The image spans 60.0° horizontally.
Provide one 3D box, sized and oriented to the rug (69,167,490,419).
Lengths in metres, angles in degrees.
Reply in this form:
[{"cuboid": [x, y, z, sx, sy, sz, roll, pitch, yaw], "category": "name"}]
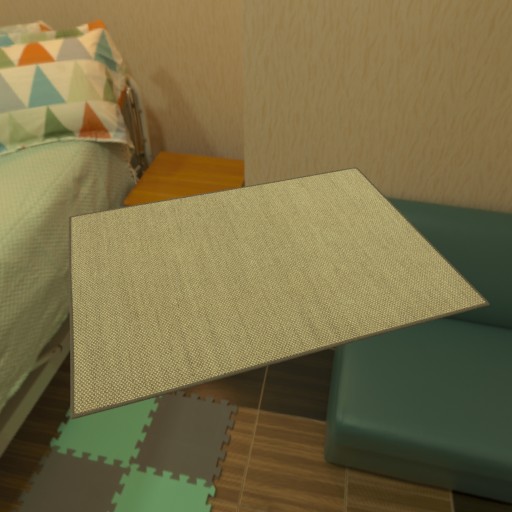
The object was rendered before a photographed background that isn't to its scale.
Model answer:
[{"cuboid": [0.000, 0.000, 2.650, 2.133, 0.012, 1.523, -12, 42, -13], "category": "rug"}]
